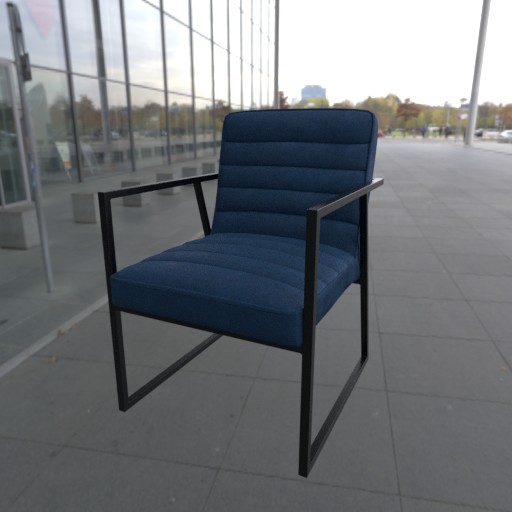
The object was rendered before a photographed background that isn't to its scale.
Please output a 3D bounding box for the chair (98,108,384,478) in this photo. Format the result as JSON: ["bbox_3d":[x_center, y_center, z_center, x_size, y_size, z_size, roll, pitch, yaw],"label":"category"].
[{"bbox_3d":[0.000,0.000,1.288,0.571,0.833,0.677,8,18,26],"label":"chair"}]
